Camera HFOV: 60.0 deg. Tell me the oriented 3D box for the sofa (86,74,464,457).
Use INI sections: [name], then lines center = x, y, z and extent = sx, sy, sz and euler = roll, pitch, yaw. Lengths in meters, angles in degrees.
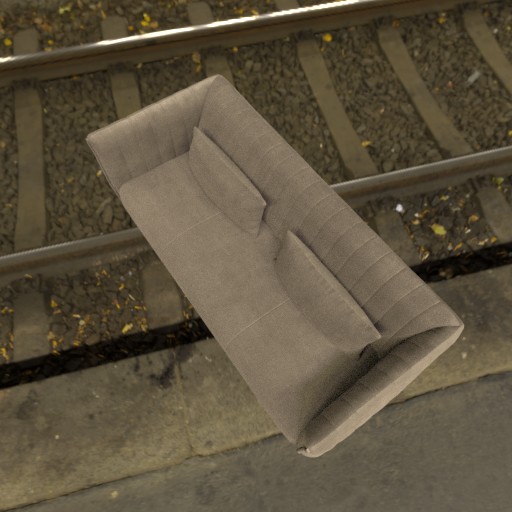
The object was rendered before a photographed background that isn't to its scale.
[sofa]
center = 0.000, 0.000, 2.441
extent = 0.876, 0.780, 1.980
euler = -33, 67, -16
